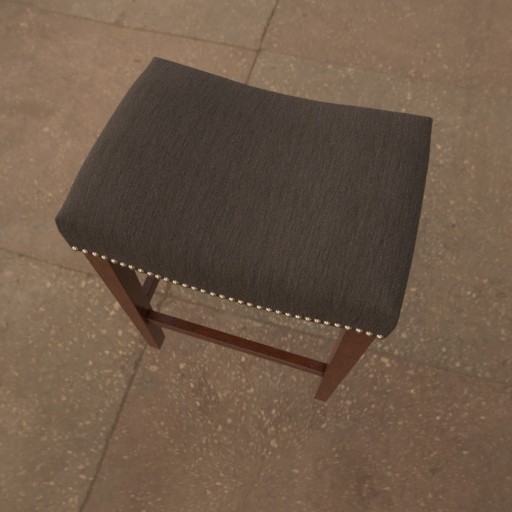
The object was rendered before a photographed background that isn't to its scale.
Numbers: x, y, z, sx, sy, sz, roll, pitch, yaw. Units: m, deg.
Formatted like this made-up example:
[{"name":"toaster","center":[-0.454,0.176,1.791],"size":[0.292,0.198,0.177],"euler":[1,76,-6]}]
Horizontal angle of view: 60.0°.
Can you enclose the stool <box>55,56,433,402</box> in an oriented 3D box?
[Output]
[{"name":"stool","center":[0.000,0.000,0.935],"size":[0.504,0.654,0.372],"euler":[15,64,8]}]
